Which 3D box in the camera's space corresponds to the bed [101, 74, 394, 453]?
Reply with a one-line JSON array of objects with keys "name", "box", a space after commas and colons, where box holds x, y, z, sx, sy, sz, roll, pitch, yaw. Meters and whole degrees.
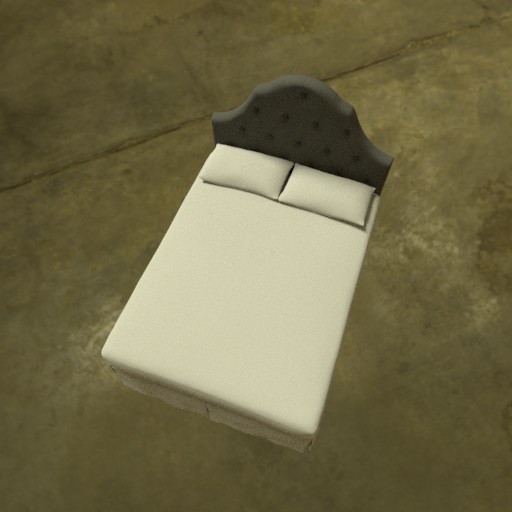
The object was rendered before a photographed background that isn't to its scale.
[{"name": "bed", "box": [0.000, 0.000, 3.284, 1.636, 1.575, 2.155, 17, 61, 10]}]
